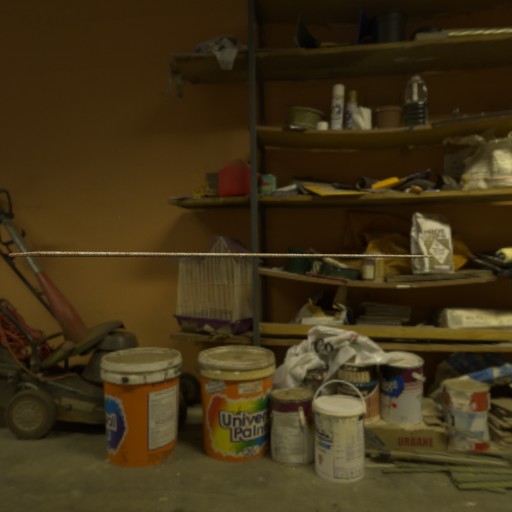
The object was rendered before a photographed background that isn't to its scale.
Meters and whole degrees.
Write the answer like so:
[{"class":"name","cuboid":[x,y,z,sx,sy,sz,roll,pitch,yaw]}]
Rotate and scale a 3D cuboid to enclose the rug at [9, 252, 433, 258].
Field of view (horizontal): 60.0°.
[{"class":"rug","cuboid":[0.000,0.000,2.420,2.289,0.013,0.691,0,-1,-36]}]
